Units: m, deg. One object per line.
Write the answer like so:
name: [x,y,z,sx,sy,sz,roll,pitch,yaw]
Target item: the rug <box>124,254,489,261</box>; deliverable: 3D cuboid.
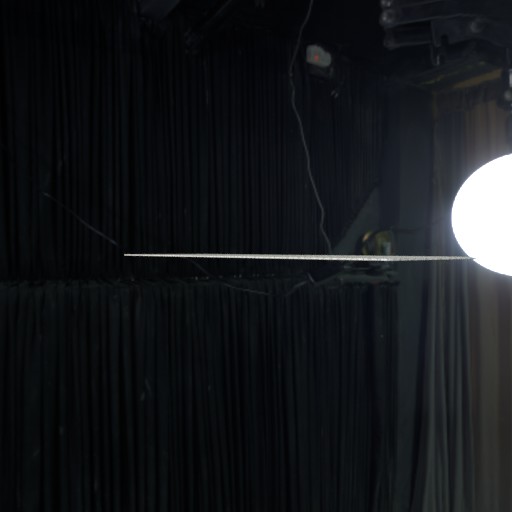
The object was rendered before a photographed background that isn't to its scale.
rug: [0.000,0.000,2.511,0.676,0.008,2.277,0,1,-37]
